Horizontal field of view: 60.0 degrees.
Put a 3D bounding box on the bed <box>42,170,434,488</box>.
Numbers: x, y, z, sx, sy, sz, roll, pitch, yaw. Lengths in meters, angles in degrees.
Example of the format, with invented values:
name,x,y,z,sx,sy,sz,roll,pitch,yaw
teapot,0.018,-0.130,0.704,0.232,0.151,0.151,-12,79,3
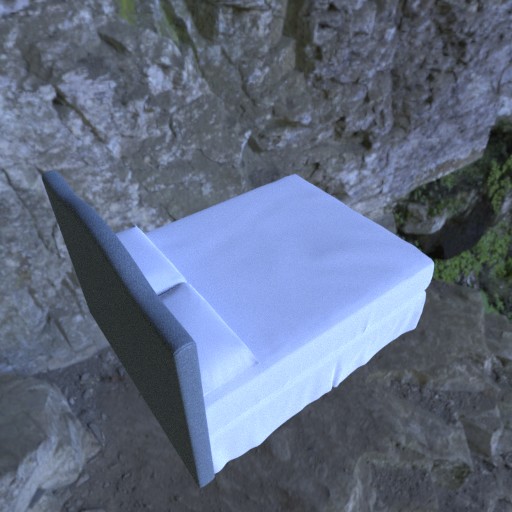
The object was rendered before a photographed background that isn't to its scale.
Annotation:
name,x,y,z,sx,sy,sz,roll,pitch,yaw
bed,0.000,0.000,3.180,2.143,1.460,1.753,-26,47,-27
